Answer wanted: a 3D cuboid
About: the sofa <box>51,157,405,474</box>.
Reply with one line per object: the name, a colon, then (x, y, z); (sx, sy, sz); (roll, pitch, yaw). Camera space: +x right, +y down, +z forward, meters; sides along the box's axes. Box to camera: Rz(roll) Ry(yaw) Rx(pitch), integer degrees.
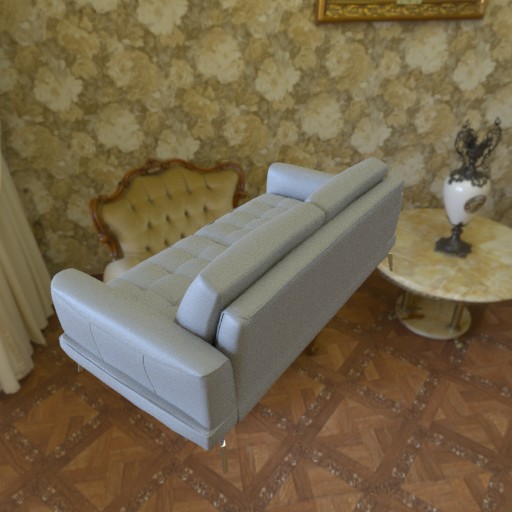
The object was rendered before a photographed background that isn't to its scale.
sofa: (0.000, 0.000, 2.720); (1.121, 0.930, 2.177); (21, 37, 30)
